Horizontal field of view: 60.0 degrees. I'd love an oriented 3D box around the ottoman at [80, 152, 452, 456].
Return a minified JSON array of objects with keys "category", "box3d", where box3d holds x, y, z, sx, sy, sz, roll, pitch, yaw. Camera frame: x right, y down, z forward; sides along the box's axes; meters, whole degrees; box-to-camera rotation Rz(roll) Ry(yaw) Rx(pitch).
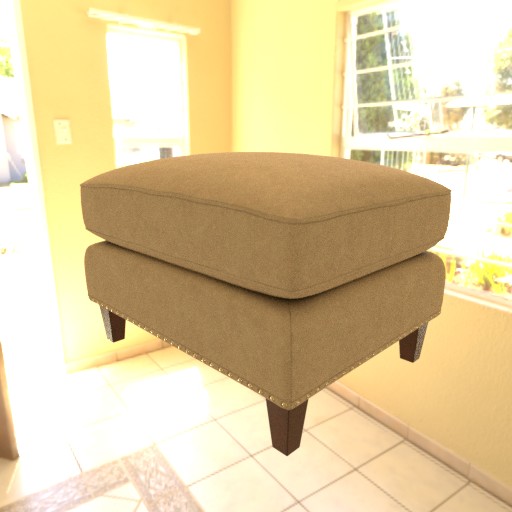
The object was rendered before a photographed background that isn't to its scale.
[{"category":"ottoman","box3d":[0.000,0.000,1.123,0.584,0.513,0.741,-14,21,-43]}]
